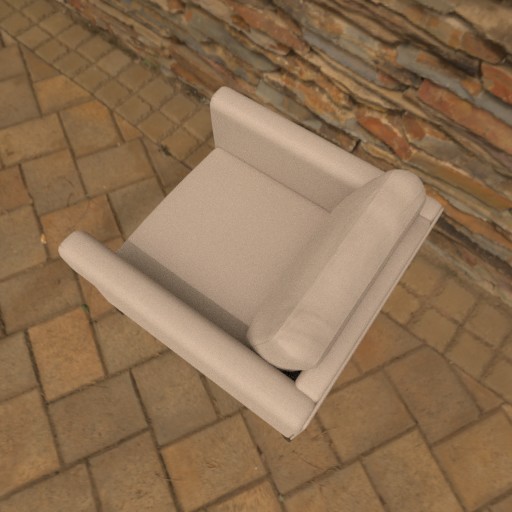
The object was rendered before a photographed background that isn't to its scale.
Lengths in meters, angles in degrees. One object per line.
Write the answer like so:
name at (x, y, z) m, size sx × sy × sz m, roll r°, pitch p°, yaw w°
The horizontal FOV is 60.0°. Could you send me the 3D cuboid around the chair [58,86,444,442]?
chair at (0.000, 0.000, 1.680) m, size 0.959 × 0.838 × 0.914 m, roll 33°, pitch 69°, yaw 15°
